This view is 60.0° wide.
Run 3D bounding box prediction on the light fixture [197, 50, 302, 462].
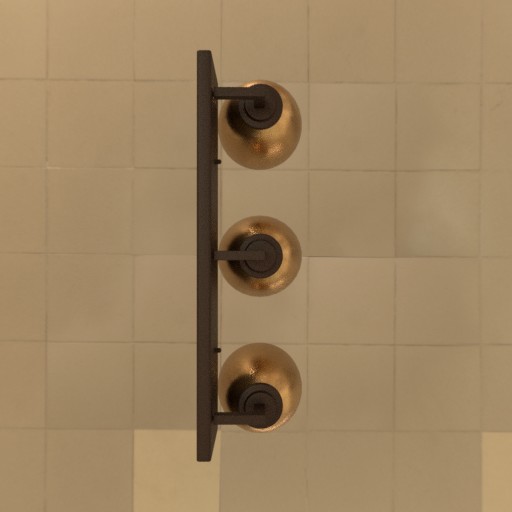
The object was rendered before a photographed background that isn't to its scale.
[{"bbox_3d":[0.000,0.000,0.684,0.157,0.204,0.582,0,90,0],"label":"light fixture"}]
